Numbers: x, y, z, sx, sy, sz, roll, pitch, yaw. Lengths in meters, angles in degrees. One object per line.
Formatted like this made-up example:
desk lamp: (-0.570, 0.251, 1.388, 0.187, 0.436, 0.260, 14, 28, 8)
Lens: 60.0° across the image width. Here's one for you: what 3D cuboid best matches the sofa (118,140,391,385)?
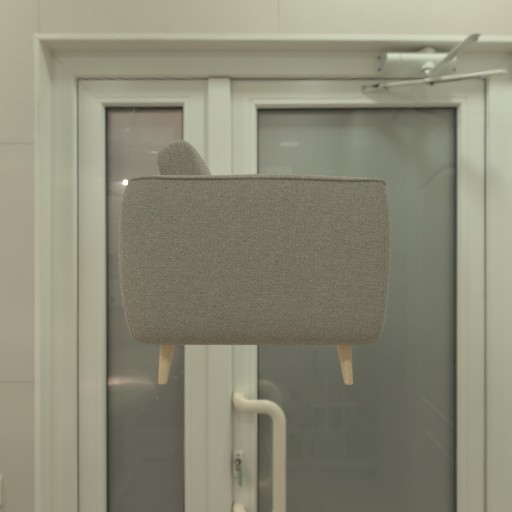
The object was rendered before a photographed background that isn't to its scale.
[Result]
sofa: (0.000, 0.000, 2.181, 0.920, 0.850, 1.700, 0, 0, 0)
